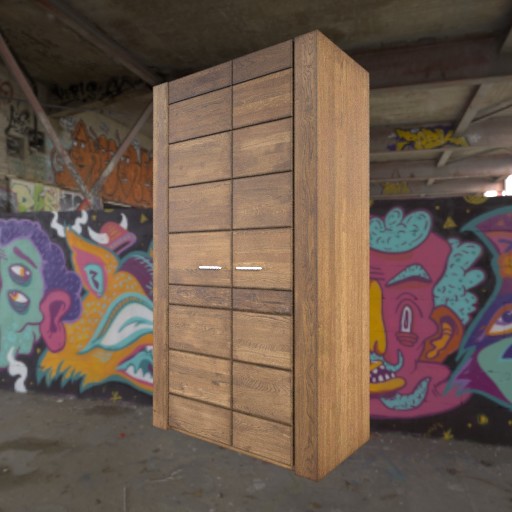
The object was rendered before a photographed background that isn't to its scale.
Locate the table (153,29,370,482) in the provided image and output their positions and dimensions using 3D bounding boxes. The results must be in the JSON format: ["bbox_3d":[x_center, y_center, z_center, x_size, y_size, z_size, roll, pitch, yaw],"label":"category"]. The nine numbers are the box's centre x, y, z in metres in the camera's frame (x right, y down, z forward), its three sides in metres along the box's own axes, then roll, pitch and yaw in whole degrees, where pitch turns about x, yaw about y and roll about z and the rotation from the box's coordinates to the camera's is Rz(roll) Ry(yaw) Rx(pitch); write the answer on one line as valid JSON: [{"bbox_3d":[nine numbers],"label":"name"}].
[{"bbox_3d":[0.000,0.000,2.509,1.100,2.000,0.600,0,0,37],"label":"table"}]
